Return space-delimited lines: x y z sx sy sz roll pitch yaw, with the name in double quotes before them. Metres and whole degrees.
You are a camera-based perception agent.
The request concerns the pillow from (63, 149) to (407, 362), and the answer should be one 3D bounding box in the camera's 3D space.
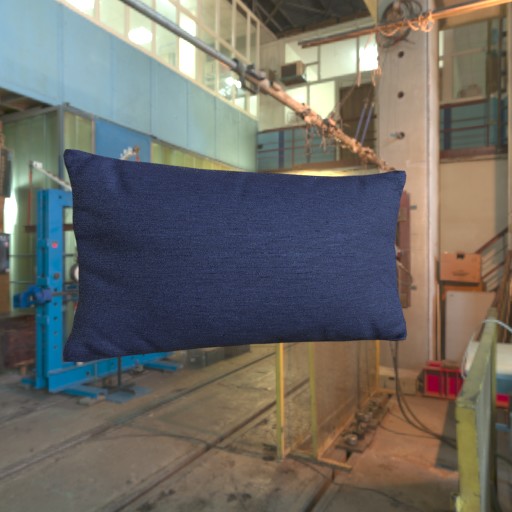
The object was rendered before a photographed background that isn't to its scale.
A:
"pillow" 0.000 0.000 0.783 0.633 0.338 0.210 0 0 -17
